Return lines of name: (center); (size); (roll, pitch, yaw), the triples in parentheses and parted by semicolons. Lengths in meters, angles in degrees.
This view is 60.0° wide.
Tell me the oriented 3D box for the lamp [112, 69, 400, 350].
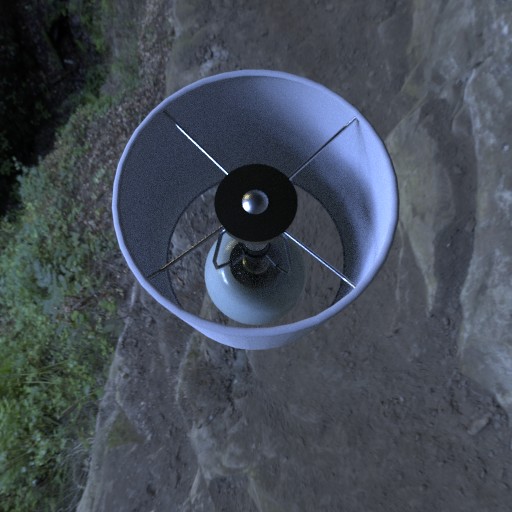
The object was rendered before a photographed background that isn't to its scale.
lamp: (0.000, 0.000, 0.479); (0.201, 0.353, 0.201); (20, 76, 5)
